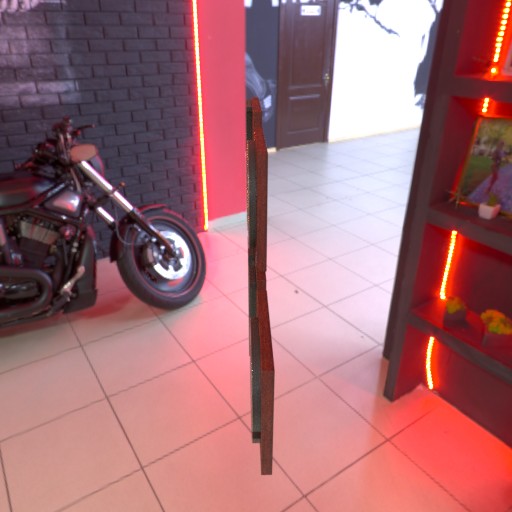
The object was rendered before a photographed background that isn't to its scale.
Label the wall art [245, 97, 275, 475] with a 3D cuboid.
[{"bbox_3d":[0.000,0.000,0.853,0.030,0.497,0.635,-1,27,-1],"label":"wall art"}]
